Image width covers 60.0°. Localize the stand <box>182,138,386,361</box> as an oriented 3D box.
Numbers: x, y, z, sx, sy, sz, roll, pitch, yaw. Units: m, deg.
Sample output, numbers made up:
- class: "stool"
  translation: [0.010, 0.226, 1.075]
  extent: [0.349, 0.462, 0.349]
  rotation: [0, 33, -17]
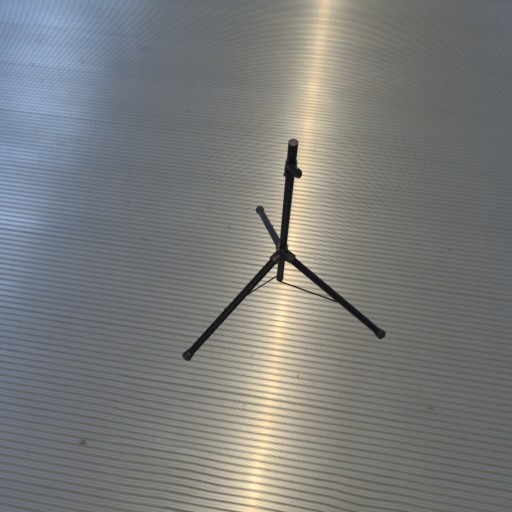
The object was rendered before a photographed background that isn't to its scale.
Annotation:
- class: "stand"
  translation: [0.000, 0.000, 1.879]
  extent: [0.907, 1.136, 1.045]
  rotation: [-33, 65, -18]
